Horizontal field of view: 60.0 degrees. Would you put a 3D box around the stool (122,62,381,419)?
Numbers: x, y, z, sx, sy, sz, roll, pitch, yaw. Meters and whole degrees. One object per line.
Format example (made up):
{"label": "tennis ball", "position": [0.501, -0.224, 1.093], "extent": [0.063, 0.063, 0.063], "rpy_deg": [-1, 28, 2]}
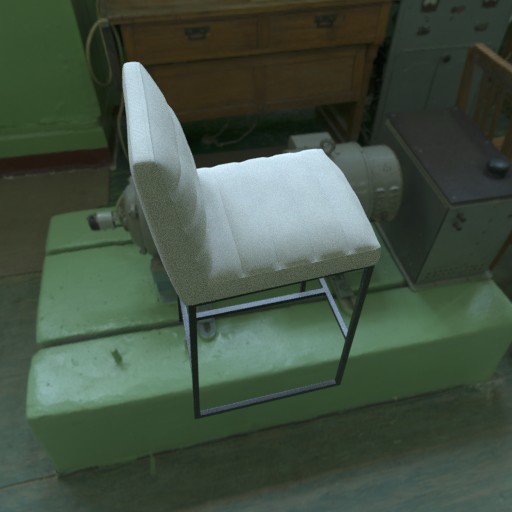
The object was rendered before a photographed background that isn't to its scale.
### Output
{"label": "stool", "position": [0.000, 0.000, 1.344], "extent": [0.573, 1.061, 0.464], "rpy_deg": [-10, 47, -10]}
